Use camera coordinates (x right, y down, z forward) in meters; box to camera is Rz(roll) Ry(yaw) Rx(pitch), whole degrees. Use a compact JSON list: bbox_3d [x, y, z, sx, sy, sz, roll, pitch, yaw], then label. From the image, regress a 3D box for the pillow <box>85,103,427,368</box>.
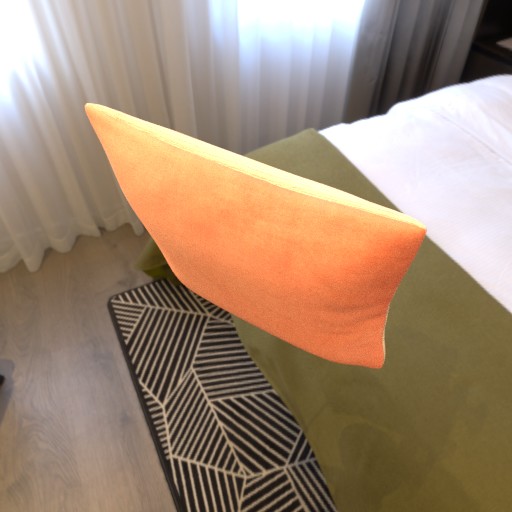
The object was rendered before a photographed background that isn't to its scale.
[{"bbox_3d":[0.000,0.000,0.639,0.424,0.401,0.177,24,51,22],"label":"pillow"}]
